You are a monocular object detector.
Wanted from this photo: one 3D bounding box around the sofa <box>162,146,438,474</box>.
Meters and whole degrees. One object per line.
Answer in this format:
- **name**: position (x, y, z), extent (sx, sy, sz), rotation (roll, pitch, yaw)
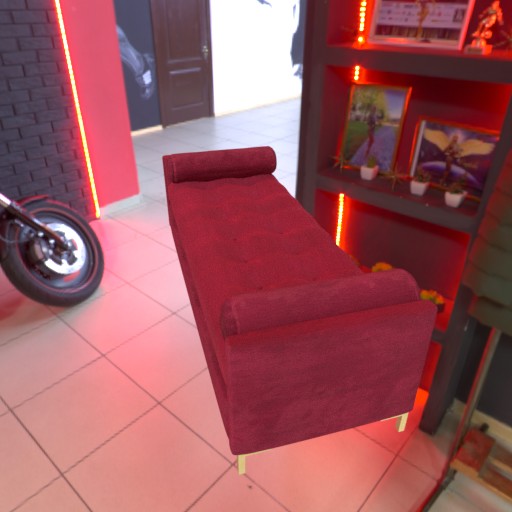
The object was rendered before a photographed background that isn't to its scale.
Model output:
- **sofa**: position (0.000, 0.000, 2.488), extent (0.796, 0.705, 2.102), rotation (-8, 31, -14)
